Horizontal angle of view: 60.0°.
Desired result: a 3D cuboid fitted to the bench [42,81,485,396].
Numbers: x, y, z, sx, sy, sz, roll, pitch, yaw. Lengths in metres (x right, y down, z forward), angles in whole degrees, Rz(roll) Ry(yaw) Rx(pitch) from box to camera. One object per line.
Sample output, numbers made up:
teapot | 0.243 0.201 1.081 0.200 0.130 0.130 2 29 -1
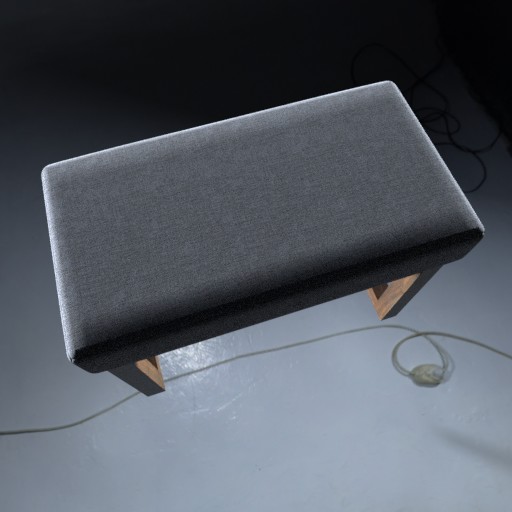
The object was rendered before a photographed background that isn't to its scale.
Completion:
bench | 0.000 0.000 0.943 0.681 0.467 0.366 -16 66 -8
